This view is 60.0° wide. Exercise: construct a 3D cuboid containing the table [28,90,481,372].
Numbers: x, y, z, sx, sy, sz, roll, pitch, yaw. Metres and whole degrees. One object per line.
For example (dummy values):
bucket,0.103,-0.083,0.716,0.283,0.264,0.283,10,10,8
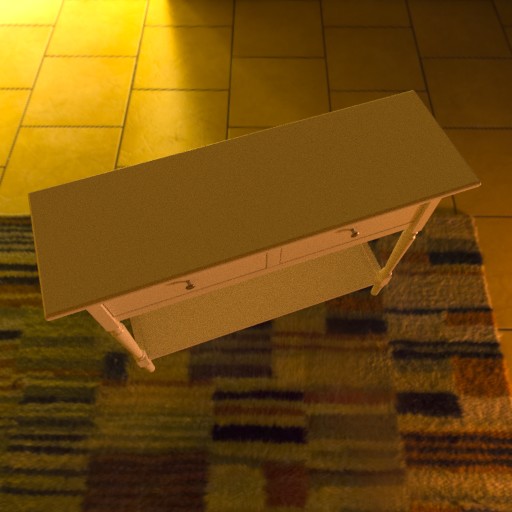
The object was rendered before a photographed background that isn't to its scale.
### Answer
table,0.000,0.000,1.575,1.191,0.814,0.386,-17,64,-9
